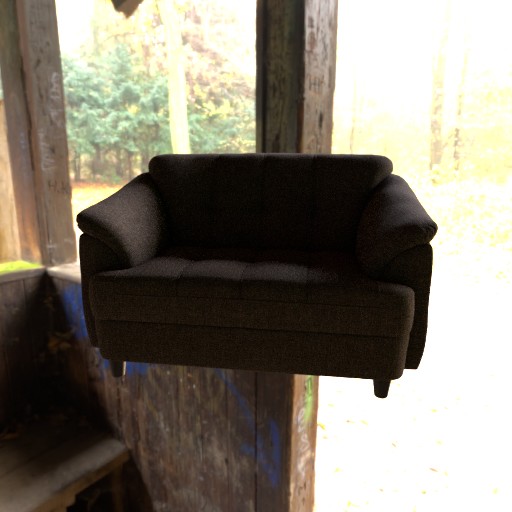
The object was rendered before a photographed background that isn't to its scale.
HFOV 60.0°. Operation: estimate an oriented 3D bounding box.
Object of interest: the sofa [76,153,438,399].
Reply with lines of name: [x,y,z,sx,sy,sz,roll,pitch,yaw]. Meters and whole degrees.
sofa: [0.000,0.000,1.980,1.404,0.895,0.799,2,13,8]
